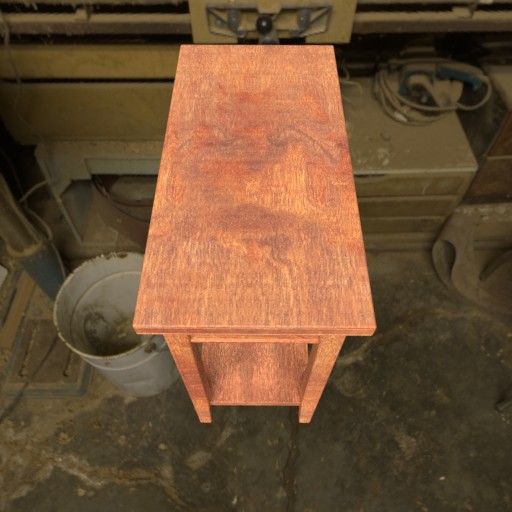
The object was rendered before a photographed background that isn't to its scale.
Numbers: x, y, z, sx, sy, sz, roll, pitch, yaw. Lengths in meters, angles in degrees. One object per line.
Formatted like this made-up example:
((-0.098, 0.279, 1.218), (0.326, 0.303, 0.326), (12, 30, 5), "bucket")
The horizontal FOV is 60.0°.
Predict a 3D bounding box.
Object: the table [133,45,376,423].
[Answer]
((0.000, 0.000, 0.973), (0.305, 0.610, 0.610), (0, 57, 0), "table")
